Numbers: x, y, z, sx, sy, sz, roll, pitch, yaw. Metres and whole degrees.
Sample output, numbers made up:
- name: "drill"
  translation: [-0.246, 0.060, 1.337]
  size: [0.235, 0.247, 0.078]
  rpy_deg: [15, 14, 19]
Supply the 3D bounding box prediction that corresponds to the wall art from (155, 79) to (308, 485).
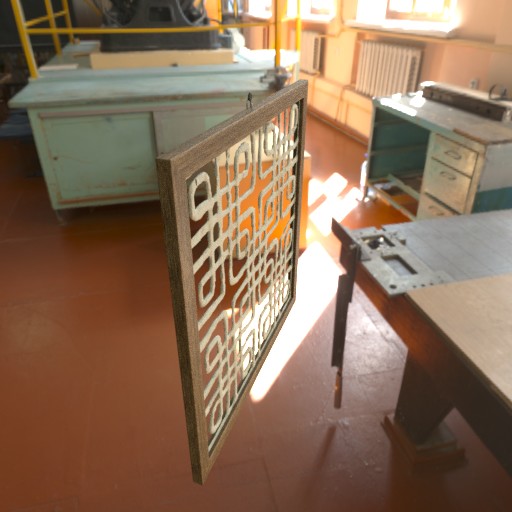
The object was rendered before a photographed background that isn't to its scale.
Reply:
- name: "wall art"
  translation: [0.000, 0.000, 0.825]
  size: [0.021, 0.582, 0.561]
  rpy_deg: [11, 32, 18]
